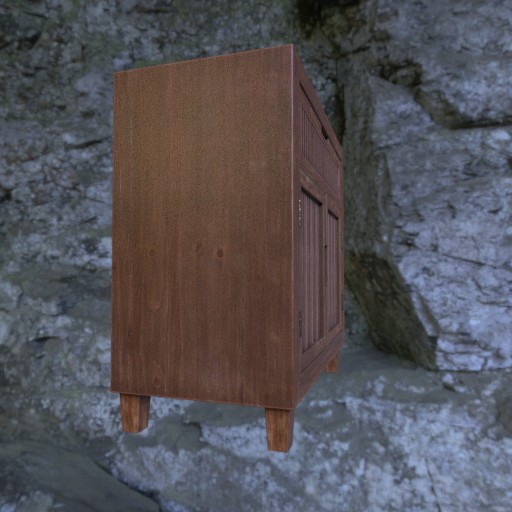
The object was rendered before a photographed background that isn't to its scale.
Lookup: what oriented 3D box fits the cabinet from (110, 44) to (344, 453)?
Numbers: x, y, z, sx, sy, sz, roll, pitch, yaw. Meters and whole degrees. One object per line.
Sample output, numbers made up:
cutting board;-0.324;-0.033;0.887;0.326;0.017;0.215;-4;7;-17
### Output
cabinet;0.000;0.000;1.275;0.412;0.785;0.796;-1;-2;18
